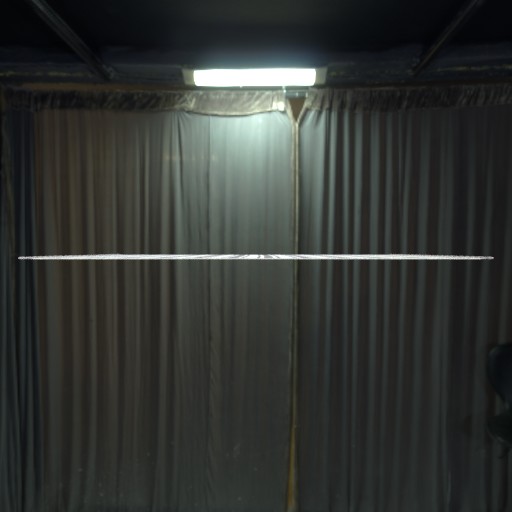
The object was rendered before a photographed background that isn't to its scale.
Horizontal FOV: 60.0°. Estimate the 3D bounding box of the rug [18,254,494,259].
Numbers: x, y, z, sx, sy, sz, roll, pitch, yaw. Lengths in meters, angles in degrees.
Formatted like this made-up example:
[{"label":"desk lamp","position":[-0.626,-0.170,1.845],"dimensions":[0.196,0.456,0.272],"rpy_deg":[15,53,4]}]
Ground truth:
[{"label":"rug","position":[0.000,0.000,3.806],"dimensions":[3.040,0.017,2.030],"rpy_deg":[0,1,0]}]
